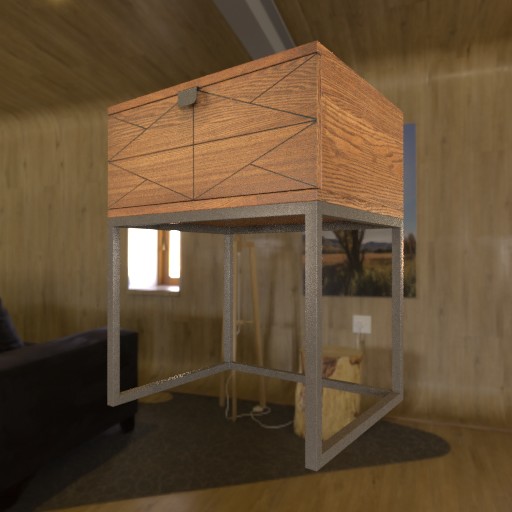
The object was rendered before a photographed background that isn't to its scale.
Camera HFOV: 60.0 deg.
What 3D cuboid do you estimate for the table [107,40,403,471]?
[{"bbox_3d":[0.000,0.000,0.918,0.482,0.610,0.400,0,0,36],"label":"table"}]
